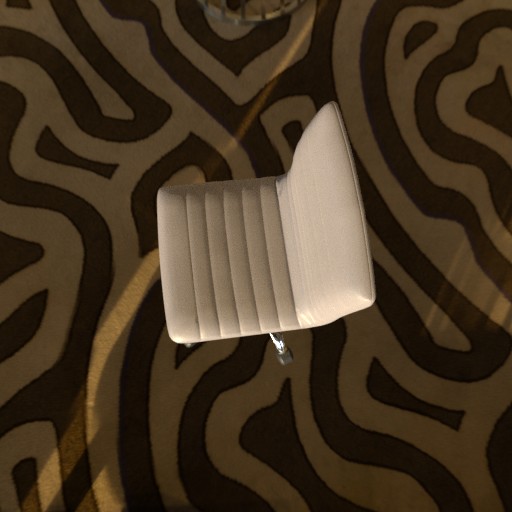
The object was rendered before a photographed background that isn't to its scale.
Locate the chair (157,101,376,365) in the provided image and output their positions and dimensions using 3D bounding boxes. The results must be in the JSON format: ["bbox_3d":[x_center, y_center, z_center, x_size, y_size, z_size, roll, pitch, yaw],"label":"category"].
[{"bbox_3d":[0.000,0.000,1.157,0.542,0.750,0.569,-7,76,-2],"label":"chair"}]
